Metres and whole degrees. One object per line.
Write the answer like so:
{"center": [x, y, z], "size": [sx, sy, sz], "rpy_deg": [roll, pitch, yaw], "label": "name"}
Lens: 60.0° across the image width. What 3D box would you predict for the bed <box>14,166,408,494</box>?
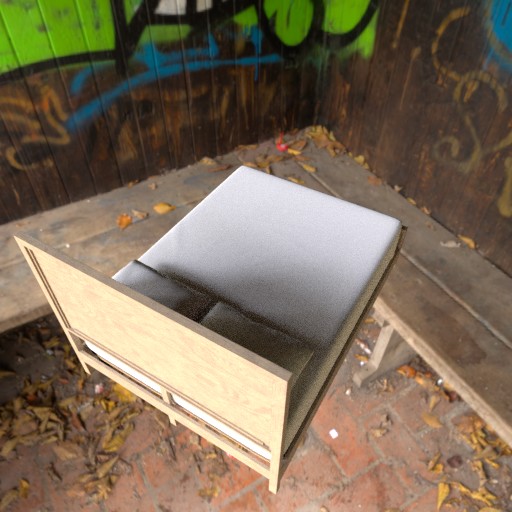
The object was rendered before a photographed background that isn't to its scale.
{"center": [0.000, 0.000, 3.143], "size": [1.606, 1.369, 2.189], "rpy_deg": [23, 50, 21], "label": "bed"}
